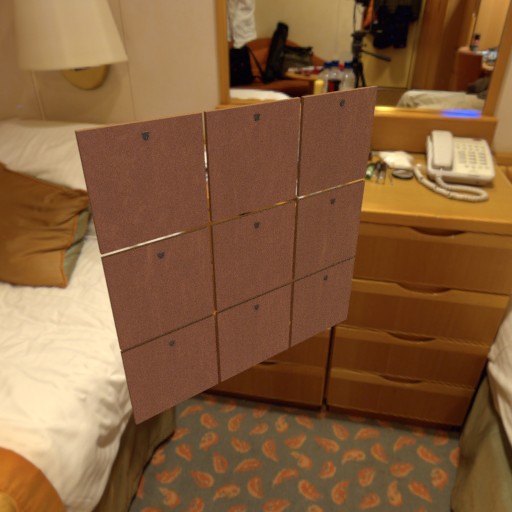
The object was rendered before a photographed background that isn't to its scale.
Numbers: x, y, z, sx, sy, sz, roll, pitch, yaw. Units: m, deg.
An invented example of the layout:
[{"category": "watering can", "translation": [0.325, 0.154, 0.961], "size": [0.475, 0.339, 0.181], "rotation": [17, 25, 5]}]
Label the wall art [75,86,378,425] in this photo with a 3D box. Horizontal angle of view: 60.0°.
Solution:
[{"category": "wall art", "translation": [0.000, 0.000, 1.379], "size": [0.915, 0.913, 0.018], "rotation": [-20, 36, -30]}]
